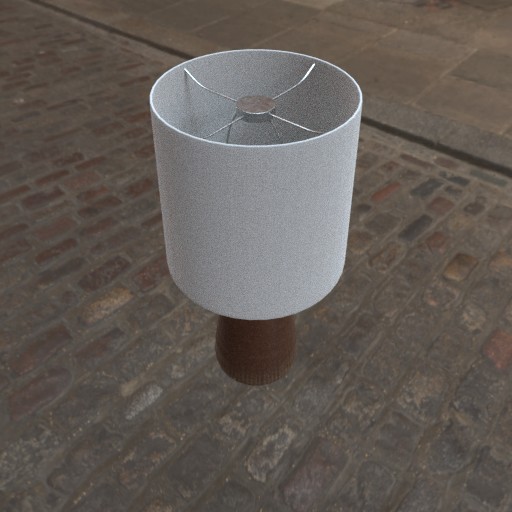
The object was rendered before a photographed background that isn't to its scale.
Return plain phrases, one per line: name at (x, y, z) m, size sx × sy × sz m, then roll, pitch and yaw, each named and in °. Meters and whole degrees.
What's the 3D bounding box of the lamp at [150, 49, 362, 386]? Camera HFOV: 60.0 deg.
lamp at (0.000, 0.000, 0.477) m, size 0.186 × 0.369 × 0.186 m, roll 0°, pitch 46°, yaw 0°
